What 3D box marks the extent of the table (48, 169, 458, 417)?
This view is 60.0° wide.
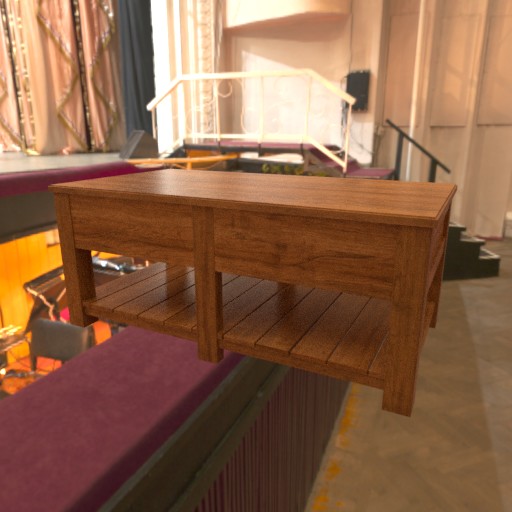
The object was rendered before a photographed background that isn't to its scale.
[{"bbox_3d":[0.000,0.000,1.486,1.150,0.480,0.635,8,18,26],"label":"table"}]
